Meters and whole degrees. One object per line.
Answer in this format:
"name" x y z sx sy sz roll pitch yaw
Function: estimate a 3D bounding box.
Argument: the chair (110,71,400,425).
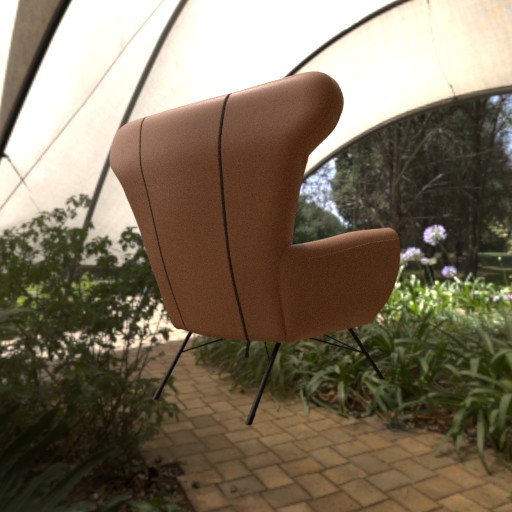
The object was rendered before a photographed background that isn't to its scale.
"chair" 0.000 0.000 1.755 0.980 1.050 0.900 -1 -1 36
